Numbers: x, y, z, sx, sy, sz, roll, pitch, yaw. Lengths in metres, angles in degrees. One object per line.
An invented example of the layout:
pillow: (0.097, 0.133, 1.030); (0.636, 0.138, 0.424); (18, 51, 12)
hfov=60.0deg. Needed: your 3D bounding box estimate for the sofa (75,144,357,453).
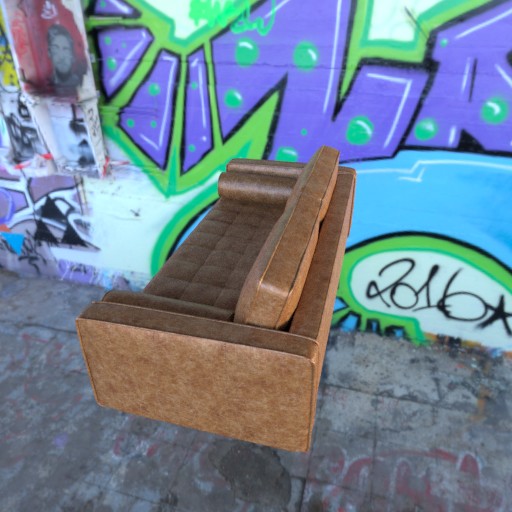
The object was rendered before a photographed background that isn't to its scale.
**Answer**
sofa: (0.000, 0.000, 2.422); (0.924, 0.825, 1.920); (8, 32, 13)
